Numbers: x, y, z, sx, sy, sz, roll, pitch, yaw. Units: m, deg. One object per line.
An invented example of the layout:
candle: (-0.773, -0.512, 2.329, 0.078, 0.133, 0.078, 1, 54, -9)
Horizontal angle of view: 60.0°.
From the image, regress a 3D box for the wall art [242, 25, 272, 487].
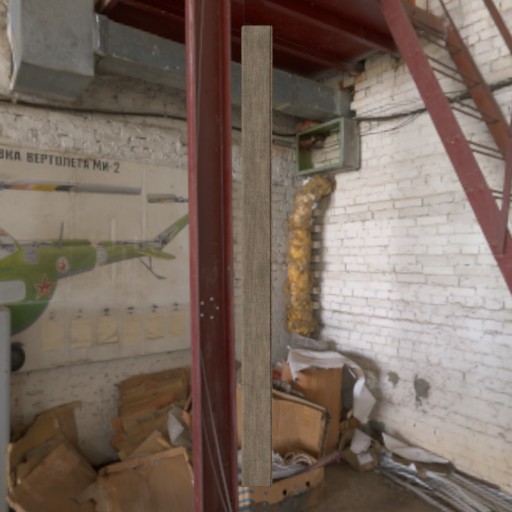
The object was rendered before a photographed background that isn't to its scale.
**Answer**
wall art: (0.000, 0.000, 1.095, 0.050, 0.751, 0.749, 0, 0, 0)
